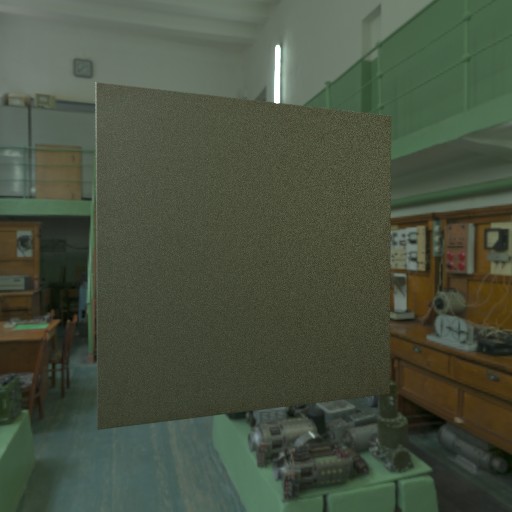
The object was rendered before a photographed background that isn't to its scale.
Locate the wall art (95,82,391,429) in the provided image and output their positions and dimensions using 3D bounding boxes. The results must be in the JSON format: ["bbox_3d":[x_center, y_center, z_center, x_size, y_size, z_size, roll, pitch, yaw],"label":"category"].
[{"bbox_3d":[0.000,0.000,0.744,0.503,0.506,0.040,0,1,-19],"label":"wall art"}]
